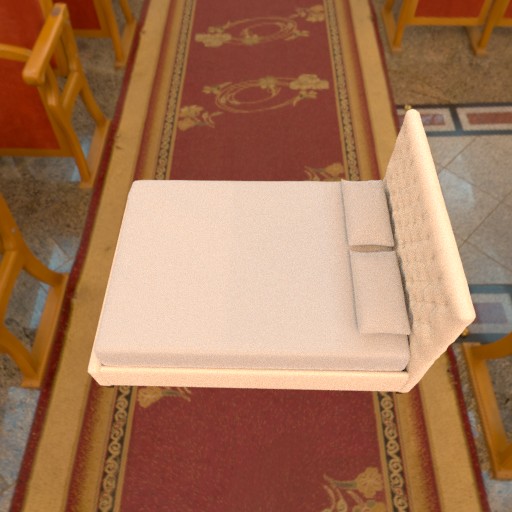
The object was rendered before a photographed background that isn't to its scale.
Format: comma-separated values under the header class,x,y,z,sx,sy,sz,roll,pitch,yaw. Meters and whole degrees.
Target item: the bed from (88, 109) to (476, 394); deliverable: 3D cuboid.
class,x,y,z,sx,sy,sz,roll,pitch,yaw
bed,0.000,0.000,3.370,2.387,1.427,1.698,1,57,1
